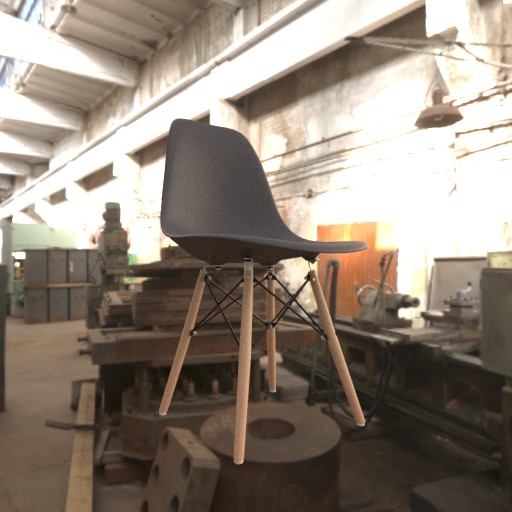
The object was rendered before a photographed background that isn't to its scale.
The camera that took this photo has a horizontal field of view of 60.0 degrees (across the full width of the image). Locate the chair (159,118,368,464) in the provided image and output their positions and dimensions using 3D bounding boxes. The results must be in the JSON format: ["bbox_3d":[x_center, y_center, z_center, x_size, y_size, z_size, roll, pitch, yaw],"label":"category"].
[{"bbox_3d":[0.000,0.000,1.140,0.470,0.826,0.533,1,-2,-36],"label":"chair"}]
